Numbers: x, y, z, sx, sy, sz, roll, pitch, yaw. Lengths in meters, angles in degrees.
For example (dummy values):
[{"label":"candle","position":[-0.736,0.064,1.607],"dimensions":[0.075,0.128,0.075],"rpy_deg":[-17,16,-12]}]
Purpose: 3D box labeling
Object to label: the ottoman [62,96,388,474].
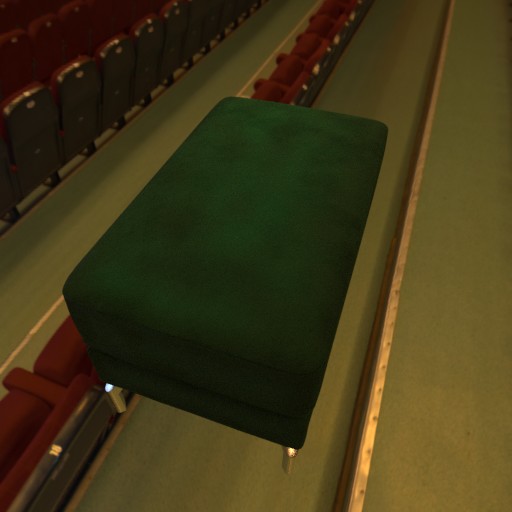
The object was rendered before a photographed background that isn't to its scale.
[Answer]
[{"label":"ottoman","position":[0.000,0.000,1.234],"dimensions":[0.536,0.533,0.886],"rpy_deg":[14,48,13]}]
